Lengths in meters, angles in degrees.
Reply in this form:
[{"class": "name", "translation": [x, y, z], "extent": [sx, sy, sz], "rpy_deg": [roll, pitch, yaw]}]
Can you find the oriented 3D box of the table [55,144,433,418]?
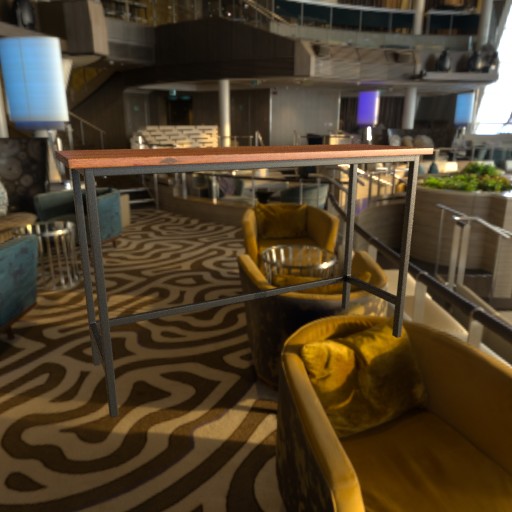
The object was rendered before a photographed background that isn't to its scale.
[{"class": "table", "translation": [0.000, 0.000, 1.580], "extent": [1.204, 0.740, 0.408], "rpy_deg": [-8, 18, -26]}]
